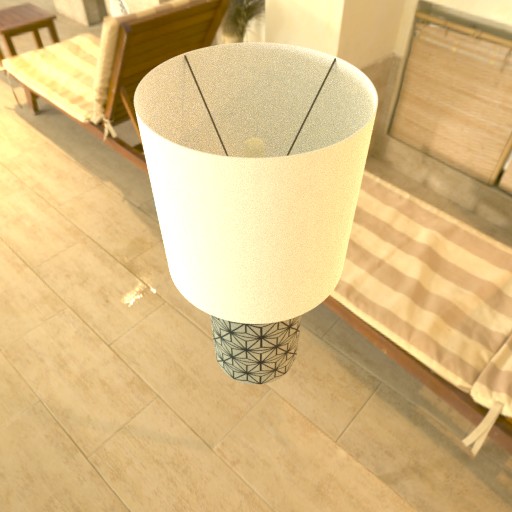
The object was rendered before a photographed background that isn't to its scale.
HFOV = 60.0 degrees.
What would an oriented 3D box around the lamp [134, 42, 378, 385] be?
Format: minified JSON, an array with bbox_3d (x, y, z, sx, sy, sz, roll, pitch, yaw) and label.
[{"bbox_3d":[0.000,0.000,0.531,0.206,0.416,0.206,-33,55,-27],"label":"lamp"}]
